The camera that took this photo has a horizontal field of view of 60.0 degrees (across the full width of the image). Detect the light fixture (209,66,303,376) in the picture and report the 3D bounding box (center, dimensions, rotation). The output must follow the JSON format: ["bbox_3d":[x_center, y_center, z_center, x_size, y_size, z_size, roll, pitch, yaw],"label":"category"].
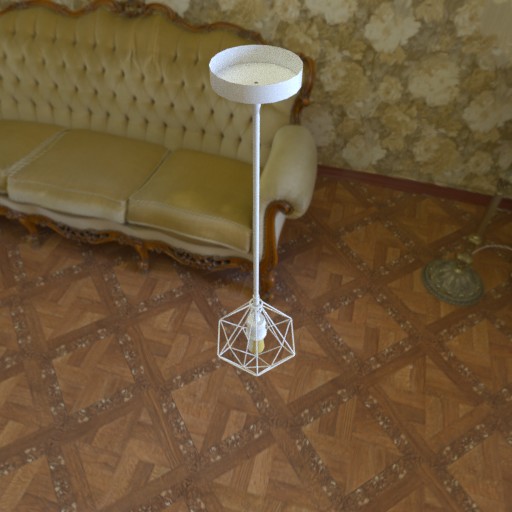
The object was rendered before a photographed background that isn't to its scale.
[{"bbox_3d":[0.000,0.000,2.034,0.487,1.764,0.431,-24,51,-21],"label":"light fixture"}]
